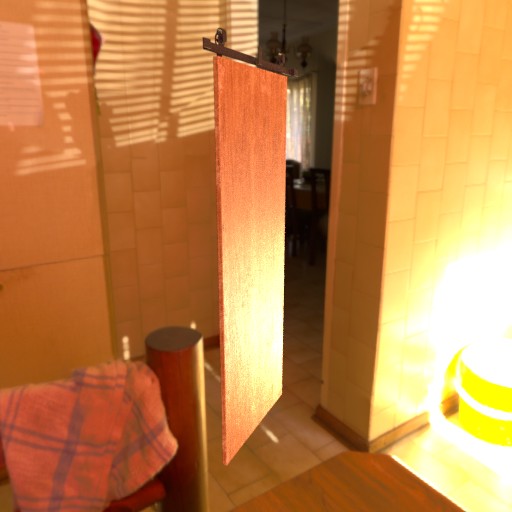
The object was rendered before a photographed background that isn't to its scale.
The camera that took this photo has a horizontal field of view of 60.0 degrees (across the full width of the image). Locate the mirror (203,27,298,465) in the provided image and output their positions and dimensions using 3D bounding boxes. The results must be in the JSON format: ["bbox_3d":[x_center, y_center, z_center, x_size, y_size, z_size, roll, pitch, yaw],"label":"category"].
[{"bbox_3d":[0.000,0.000,2.030,0.042,1.793,0.847,7,17,25],"label":"mirror"}]
